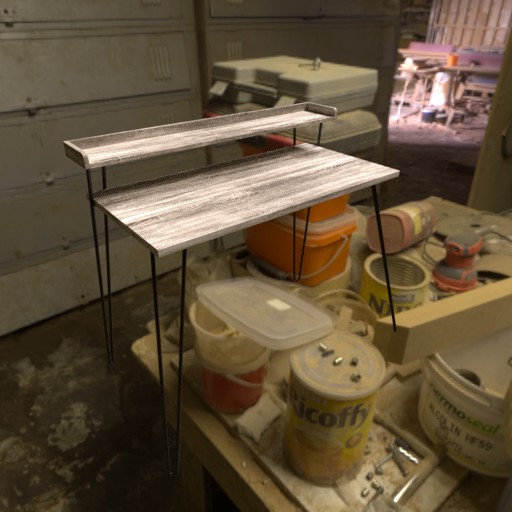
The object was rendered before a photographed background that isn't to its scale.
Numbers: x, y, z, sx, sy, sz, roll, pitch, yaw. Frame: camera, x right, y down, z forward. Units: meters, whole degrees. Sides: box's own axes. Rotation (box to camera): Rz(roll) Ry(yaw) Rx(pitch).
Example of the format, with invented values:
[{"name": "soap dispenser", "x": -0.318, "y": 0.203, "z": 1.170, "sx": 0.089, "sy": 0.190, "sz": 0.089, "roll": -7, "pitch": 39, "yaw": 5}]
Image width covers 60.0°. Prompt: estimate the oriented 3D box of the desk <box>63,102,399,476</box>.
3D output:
[{"name": "desk", "x": 0.000, "y": 0.000, "z": 1.636, "sx": 1.135, "sy": 0.899, "sz": 0.605, "roll": -21, "pitch": 36, "yaw": -33}]
